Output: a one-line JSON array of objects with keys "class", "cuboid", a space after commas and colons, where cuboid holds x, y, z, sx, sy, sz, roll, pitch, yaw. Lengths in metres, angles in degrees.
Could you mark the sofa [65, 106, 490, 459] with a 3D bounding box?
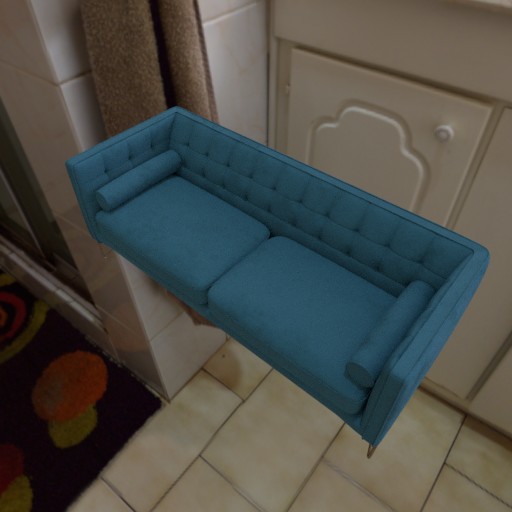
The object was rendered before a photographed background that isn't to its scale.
[{"class": "sofa", "cuboid": [0.000, 0.000, 2.461, 2.087, 0.789, 0.867, 31, 53, 27]}]
